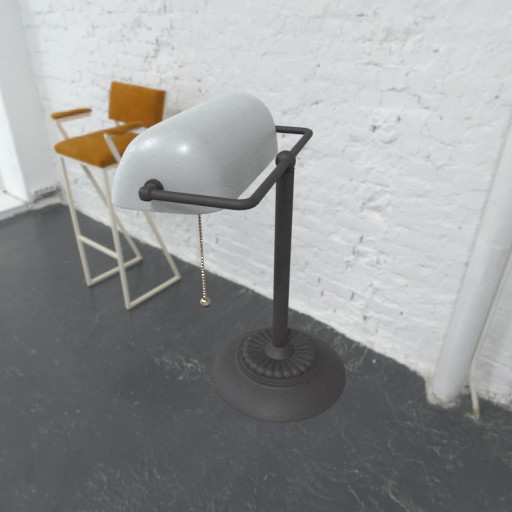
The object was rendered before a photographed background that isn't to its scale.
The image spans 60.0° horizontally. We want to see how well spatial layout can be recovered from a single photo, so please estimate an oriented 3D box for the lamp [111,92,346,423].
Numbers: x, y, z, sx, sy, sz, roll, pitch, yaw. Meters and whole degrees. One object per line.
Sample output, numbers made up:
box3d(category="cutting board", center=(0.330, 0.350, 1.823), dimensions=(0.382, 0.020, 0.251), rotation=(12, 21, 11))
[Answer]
box3d(category="lamp", center=(0.000, 0.000, 0.523), dimensions=(0.243, 0.339, 0.264), rotation=(9, 31, 15))
